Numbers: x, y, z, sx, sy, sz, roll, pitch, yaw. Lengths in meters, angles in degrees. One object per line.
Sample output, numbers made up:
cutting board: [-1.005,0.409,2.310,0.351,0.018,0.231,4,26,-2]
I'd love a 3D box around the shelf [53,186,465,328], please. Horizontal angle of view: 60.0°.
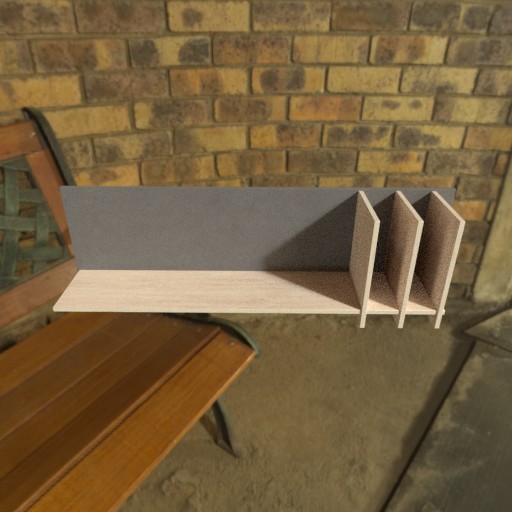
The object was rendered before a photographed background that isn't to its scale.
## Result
shelf: [0.000,0.000,1.134,1.020,0.300,0.200,0,29,1]
